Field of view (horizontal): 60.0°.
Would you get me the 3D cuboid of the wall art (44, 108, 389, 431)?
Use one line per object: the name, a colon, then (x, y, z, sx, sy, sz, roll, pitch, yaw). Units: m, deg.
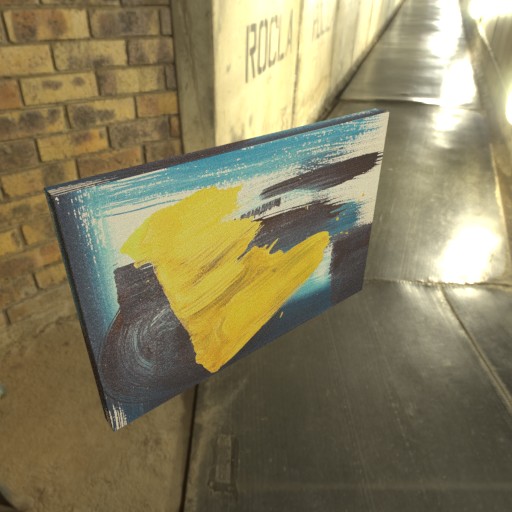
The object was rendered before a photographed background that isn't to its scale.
wall art: (0.000, 0.000, 0.772, 0.609, 0.406, 0.033, -23, 38, -32)
